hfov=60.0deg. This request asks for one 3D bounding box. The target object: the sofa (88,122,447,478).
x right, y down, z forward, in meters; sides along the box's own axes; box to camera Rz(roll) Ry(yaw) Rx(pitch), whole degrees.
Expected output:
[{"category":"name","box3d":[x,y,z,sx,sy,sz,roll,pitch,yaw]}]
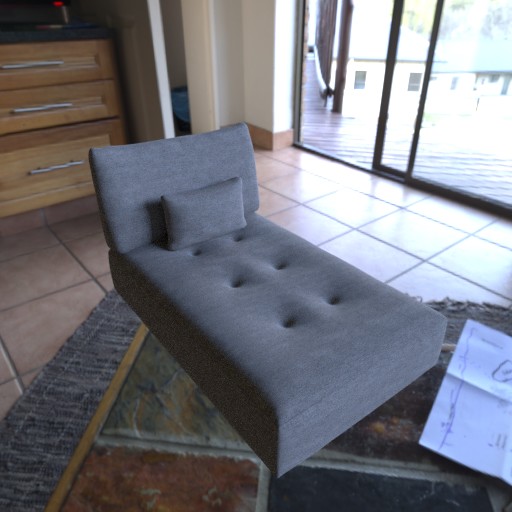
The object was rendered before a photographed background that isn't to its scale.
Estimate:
[{"category":"sofa","box3d":[0.000,0.000,1.994,0.930,0.820,1.450,-21,36,-32]}]
